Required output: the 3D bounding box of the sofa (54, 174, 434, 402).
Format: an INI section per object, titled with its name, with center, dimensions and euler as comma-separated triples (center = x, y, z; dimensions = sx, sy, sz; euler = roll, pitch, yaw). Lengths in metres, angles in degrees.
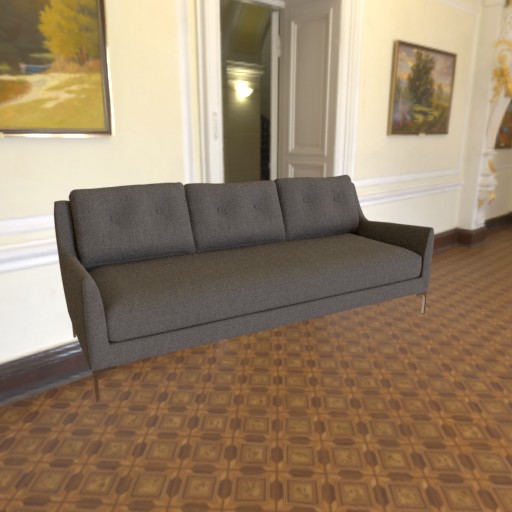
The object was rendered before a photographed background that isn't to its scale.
[sofa]
center = 0.000, 0.000, 2.591
dimensions = 2.060, 0.837, 0.849
euler = -8, 17, -28
